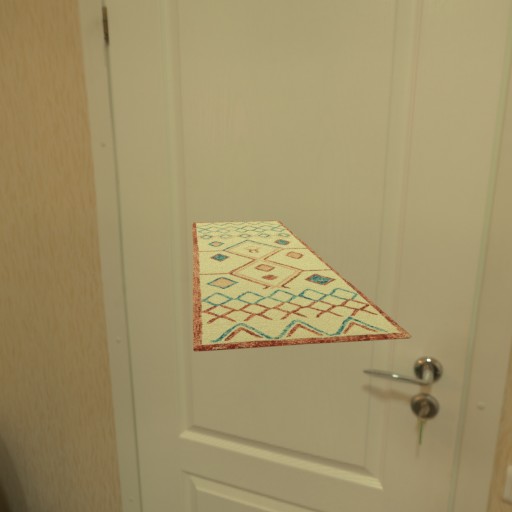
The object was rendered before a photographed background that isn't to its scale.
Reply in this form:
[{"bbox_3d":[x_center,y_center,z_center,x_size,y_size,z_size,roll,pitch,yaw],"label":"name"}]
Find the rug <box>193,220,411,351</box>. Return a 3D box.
[{"bbox_3d":[0.000,0.000,2.652,0.750,0.011,2.435,-2,14,-8],"label":"rug"}]
